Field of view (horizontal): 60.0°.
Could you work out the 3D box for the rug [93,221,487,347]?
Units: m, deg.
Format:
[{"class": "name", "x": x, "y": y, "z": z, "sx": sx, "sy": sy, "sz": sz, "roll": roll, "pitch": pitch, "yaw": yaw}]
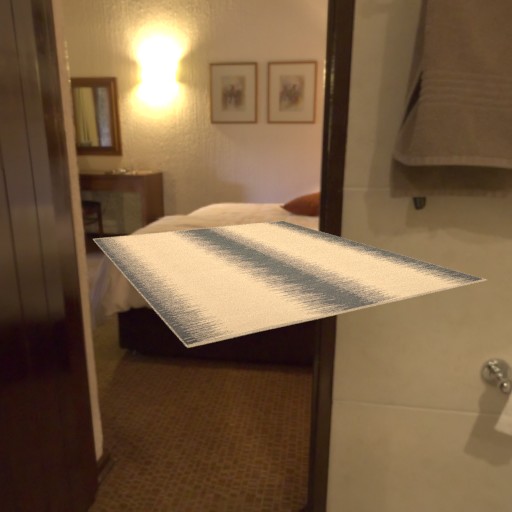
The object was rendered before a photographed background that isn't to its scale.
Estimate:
[{"class": "rug", "x": 0.000, "y": 0.000, "z": 4.156, "sx": 2.453, "sy": 0.004, "sz": 3.037, "roll": -8, "pitch": 16, "yaw": -27}]
